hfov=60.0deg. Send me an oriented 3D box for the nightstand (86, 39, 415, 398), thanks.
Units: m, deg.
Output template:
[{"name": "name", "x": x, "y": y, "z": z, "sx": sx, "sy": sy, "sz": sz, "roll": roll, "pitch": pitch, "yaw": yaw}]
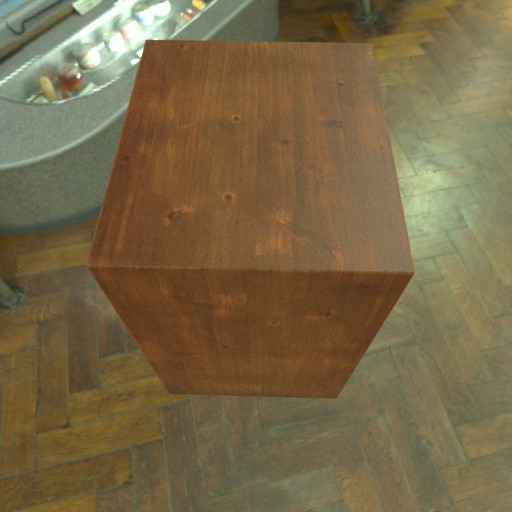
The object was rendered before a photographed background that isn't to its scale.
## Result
[{"name": "nightstand", "x": 0.000, "y": 0.000, "z": 0.958, "sx": 0.410, "sy": 0.695, "sz": 0.465, "roll": 1, "pitch": 58, "yaw": 1}]
